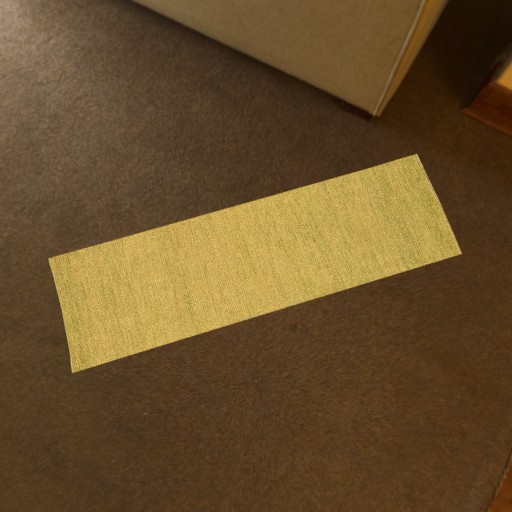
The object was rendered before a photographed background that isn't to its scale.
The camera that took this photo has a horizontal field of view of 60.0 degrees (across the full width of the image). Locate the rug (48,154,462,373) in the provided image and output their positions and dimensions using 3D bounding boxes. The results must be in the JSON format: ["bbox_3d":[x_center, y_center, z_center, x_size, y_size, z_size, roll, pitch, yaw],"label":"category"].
[{"bbox_3d":[0.000,0.000,2.606,2.340,0.013,0.686,-16,75,-5],"label":"rug"}]
